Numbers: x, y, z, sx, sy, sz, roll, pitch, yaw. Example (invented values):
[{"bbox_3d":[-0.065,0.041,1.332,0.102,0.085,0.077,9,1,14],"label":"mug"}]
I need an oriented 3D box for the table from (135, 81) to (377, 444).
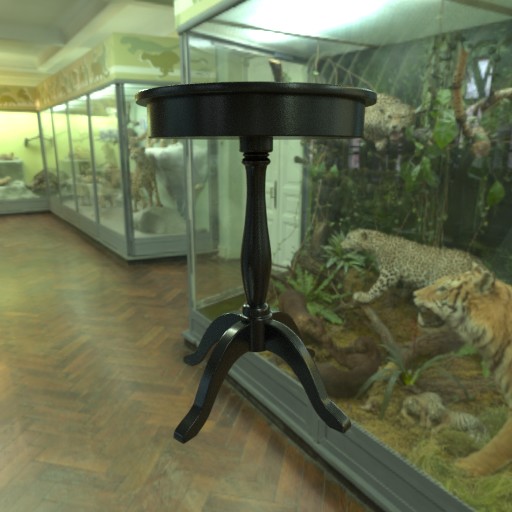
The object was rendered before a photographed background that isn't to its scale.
[{"bbox_3d":[0.000,0.000,0.981,0.481,0.665,0.481,0,14,0],"label":"table"}]
